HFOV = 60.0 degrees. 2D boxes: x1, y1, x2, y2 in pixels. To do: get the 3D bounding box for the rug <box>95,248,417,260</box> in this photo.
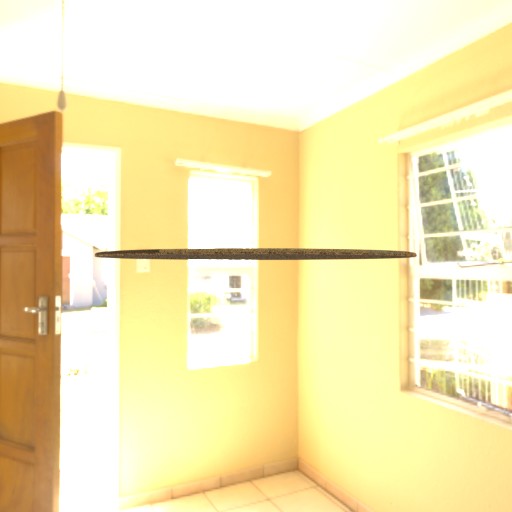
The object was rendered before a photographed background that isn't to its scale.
[{"bbox_3d":[0.000,0.000,3.603,2.461,0.033,2.461,0,-1,0],"label":"rug"}]
